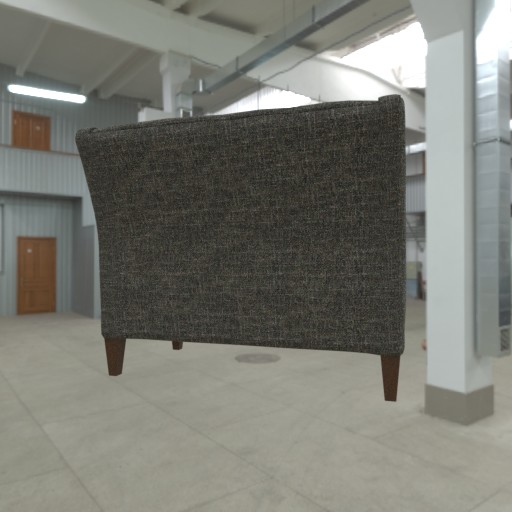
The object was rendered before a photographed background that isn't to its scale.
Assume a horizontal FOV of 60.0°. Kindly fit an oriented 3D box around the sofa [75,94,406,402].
[{"bbox_3d":[0.000,0.000,1.943,1.242,1.021,0.870,0,-1,17],"label":"sofa"}]
